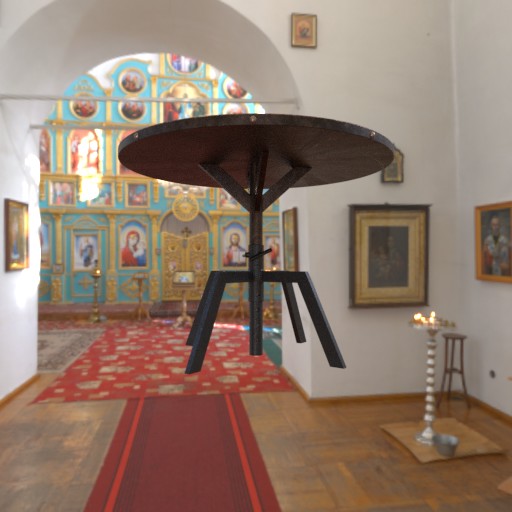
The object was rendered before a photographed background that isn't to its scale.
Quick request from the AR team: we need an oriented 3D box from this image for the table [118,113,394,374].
[{"bbox_3d":[0.000,0.000,1.481,0.885,0.658,0.885,0,-1,0],"label":"table"}]
